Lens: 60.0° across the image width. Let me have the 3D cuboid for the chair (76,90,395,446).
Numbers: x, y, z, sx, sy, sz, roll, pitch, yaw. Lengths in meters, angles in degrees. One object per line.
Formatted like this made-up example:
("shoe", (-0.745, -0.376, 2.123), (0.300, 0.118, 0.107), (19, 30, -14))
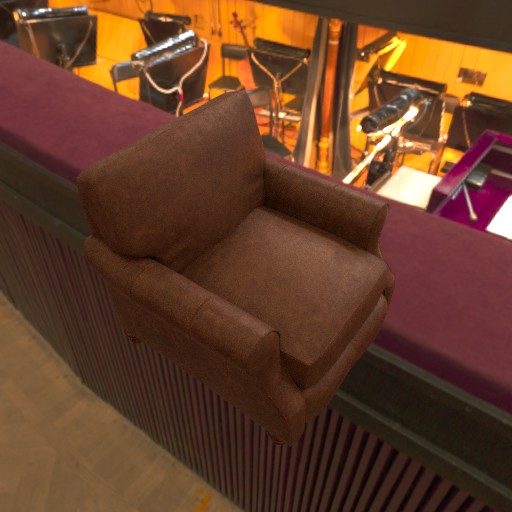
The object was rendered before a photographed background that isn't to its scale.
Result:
("chair", (0.000, 0.000, 1.778), (1.002, 0.976, 0.996), (26, 48, 27))
